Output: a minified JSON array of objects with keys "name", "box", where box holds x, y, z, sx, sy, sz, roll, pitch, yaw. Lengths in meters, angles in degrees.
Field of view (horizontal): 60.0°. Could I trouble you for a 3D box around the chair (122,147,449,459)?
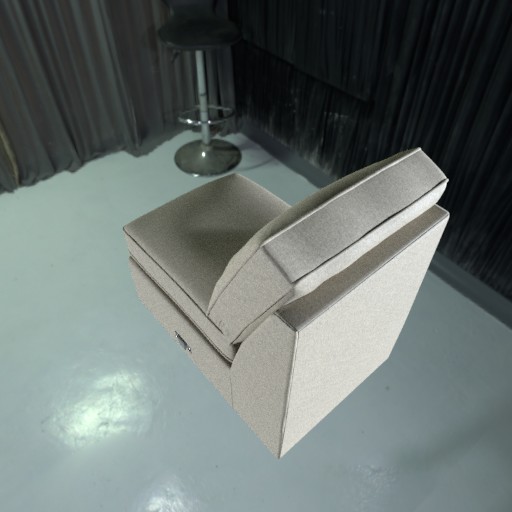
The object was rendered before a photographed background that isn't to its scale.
[{"name":"chair","box":[0.000,0.000,1.688,0.674,1.058,1.020,-32,54,-27]}]
